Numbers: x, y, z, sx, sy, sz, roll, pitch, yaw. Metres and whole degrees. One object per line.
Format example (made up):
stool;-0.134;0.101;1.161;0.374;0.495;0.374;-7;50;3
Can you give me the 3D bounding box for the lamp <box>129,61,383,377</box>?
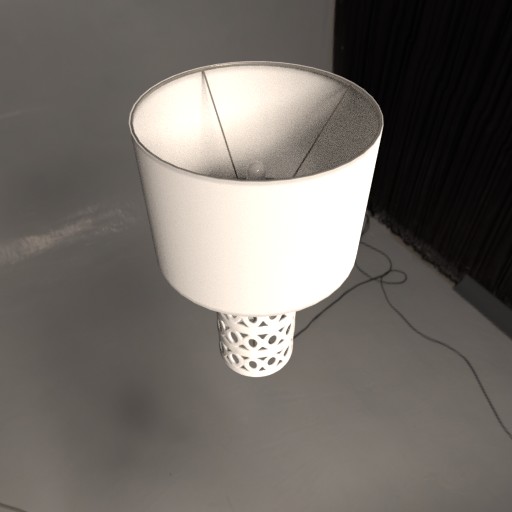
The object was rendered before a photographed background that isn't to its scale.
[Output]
lamp;0.000;0.000;0.718;0.310;0.502;0.310;0;45;0
